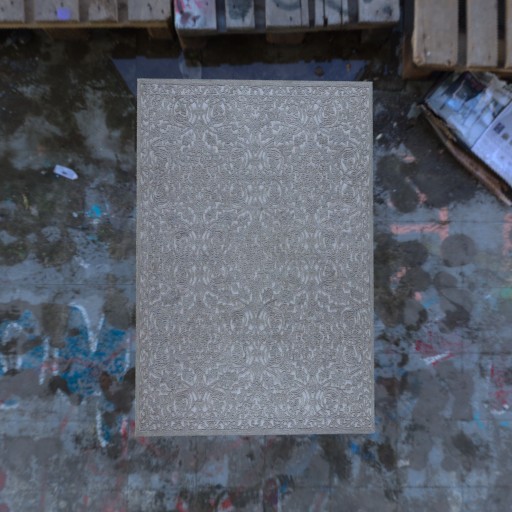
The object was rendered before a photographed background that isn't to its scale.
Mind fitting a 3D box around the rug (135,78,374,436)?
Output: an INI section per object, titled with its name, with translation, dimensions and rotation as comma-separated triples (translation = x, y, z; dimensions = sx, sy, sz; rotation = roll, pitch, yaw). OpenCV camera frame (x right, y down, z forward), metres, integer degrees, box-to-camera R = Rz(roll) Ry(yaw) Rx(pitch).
[rug]
translation = 0.000, 0.000, 2.284
dimensions = 1.221, 0.006, 1.827
rotation = 0, 89, -2
